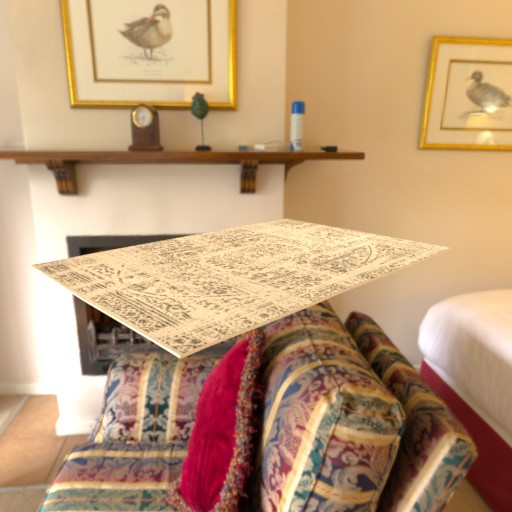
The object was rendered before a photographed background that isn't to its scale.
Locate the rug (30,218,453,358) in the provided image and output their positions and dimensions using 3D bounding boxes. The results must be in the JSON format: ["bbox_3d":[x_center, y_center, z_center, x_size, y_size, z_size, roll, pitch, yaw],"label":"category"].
[{"bbox_3d":[0.000,0.000,3.077,2.438,0.026,1.706,-14,21,-42],"label":"rug"}]
